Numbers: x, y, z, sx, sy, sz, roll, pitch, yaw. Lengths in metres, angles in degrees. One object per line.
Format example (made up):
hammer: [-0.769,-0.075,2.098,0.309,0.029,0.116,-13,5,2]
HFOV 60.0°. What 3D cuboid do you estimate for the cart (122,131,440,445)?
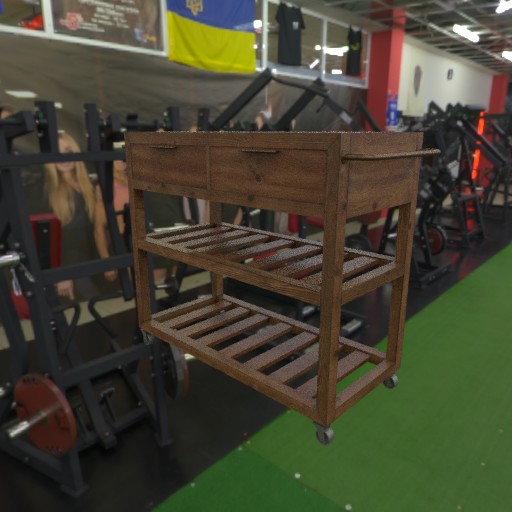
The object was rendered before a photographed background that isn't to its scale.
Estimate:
cart: [0.000,0.000,1.540,1.065,0.830,0.445,15,21,42]
